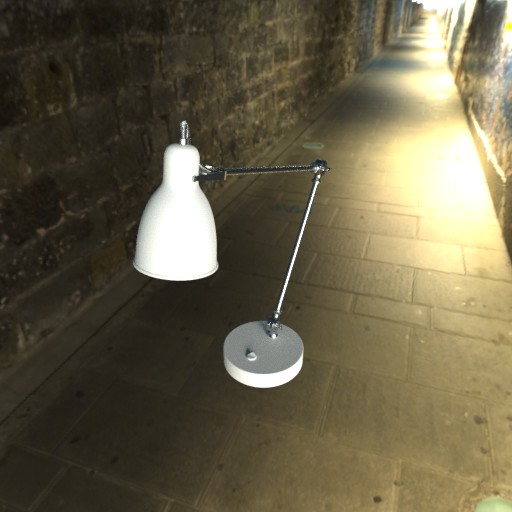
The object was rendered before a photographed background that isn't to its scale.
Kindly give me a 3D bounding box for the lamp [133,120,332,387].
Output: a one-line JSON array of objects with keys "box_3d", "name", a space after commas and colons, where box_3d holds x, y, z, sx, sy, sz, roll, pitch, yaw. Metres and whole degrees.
[{"box_3d": [0.000, 0.000, 0.885, 0.187, 0.587, 0.561, 19, 35, 30], "name": "lamp"}]
